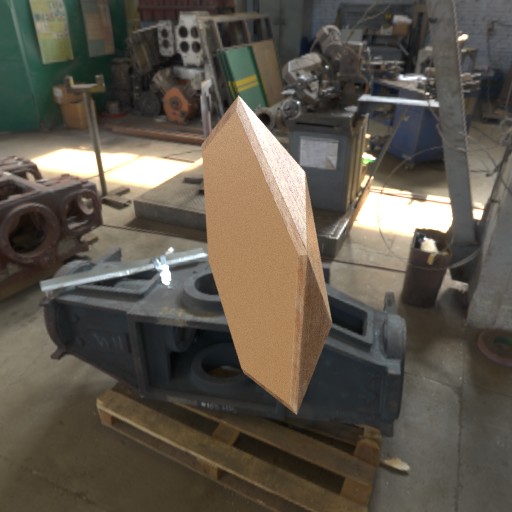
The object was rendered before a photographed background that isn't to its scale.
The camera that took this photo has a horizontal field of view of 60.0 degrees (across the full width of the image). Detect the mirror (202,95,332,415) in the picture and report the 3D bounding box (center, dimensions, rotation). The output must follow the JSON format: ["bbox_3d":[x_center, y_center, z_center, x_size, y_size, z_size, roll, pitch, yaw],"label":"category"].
[{"bbox_3d":[0.000,0.000,1.118,0.091,0.779,0.675,-11,32,-18],"label":"mirror"}]
